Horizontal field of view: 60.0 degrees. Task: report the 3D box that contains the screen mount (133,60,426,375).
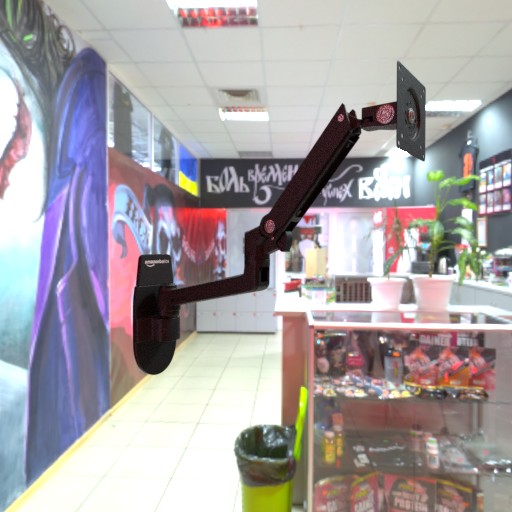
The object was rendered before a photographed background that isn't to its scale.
[{"bbox_3d":[0.000,0.000,0.714,0.495,0.466,0.115,1,2,36],"label":"screen mount"}]
